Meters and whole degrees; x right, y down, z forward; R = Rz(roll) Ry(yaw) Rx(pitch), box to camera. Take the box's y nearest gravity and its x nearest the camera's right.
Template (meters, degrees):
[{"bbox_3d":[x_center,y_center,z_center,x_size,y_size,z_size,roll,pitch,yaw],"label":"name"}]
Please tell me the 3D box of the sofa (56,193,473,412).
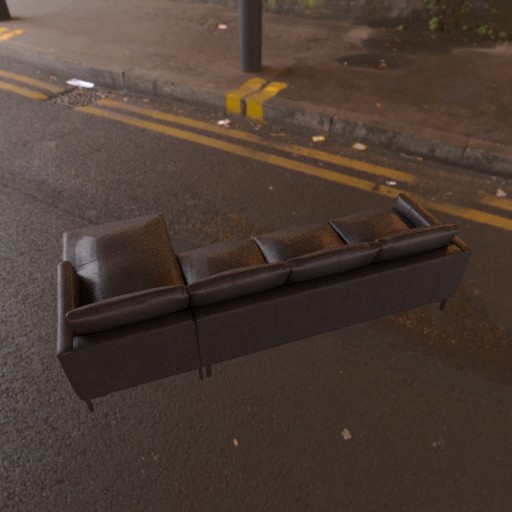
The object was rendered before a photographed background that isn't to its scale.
[{"bbox_3d":[0.000,0.000,3.626,2.993,0.859,1.471,-13,41,-15],"label":"sofa"}]
